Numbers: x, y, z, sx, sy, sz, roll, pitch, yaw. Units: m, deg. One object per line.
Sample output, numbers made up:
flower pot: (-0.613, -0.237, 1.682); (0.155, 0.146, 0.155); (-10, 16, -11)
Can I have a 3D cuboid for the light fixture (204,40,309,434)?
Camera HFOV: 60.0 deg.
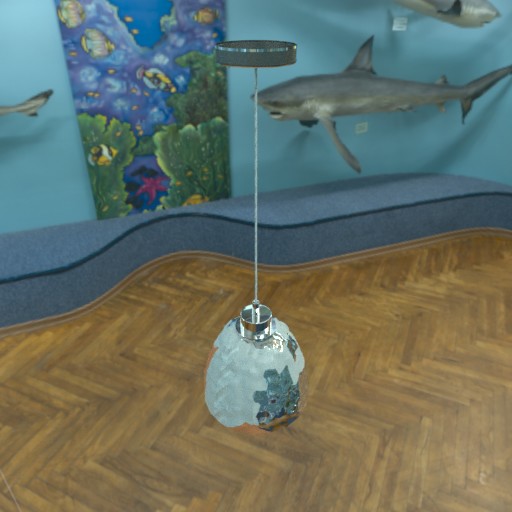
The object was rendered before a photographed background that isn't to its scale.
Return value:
light fixture: (0.000, 0.000, 1.742); (0.496, 1.511, 0.500); (-10, 33, -16)
